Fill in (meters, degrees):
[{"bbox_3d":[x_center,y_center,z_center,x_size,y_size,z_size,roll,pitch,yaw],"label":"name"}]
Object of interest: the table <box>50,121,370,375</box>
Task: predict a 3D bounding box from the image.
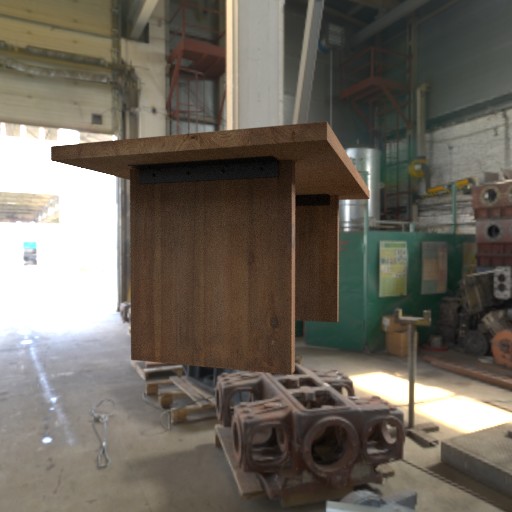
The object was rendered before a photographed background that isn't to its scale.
[{"bbox_3d":[0.000,0.000,2.136,0.946,0.780,1.609,0,1,18],"label":"table"}]
